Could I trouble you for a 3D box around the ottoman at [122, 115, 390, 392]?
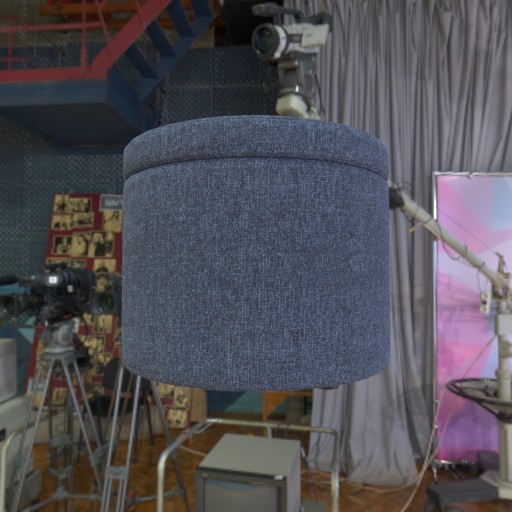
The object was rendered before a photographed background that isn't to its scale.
[{"bbox_3d":[0.000,0.000,0.863,0.500,0.419,0.500,0,-2,0],"label":"ottoman"}]
